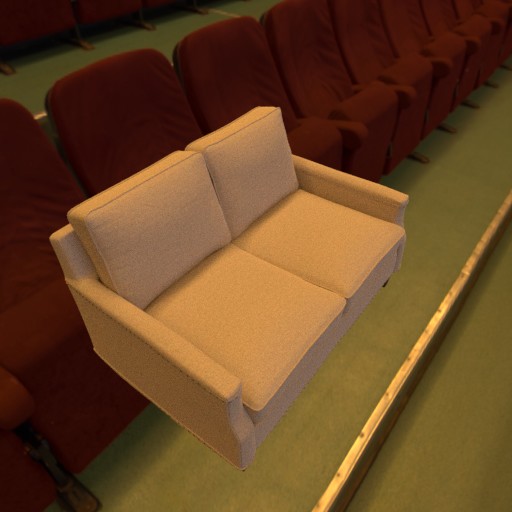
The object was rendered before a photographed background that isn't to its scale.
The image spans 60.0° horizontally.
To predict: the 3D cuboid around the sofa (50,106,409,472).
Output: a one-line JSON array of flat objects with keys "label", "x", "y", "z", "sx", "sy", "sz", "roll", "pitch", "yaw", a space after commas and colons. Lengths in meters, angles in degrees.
[{"label": "sofa", "x": 0.000, "y": 0.000, "z": 2.300, "sx": 1.084, "sy": 1.003, "sz": 1.597, "roll": 27, "pitch": 48, "yaw": 27}]
